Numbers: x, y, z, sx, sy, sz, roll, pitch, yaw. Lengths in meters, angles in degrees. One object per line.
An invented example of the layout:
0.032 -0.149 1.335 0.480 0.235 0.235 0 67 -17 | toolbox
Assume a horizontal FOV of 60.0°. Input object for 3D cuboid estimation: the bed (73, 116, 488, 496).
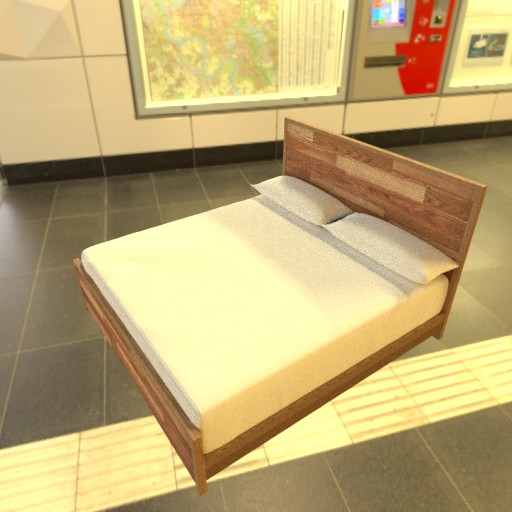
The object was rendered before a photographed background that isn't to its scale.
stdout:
0.000 0.000 3.318 2.184 1.295 2.013 -21 38 -29 | bed
